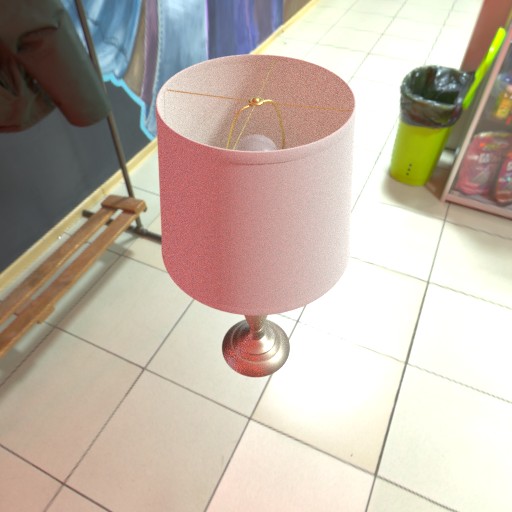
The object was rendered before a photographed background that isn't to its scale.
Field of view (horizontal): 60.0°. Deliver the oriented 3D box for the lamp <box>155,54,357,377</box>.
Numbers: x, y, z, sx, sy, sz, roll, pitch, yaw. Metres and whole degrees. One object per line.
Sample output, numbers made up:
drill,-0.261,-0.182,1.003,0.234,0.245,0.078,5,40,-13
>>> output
lamp,0.000,0.000,0.810,0.328,0.619,0.328,0,47,0
